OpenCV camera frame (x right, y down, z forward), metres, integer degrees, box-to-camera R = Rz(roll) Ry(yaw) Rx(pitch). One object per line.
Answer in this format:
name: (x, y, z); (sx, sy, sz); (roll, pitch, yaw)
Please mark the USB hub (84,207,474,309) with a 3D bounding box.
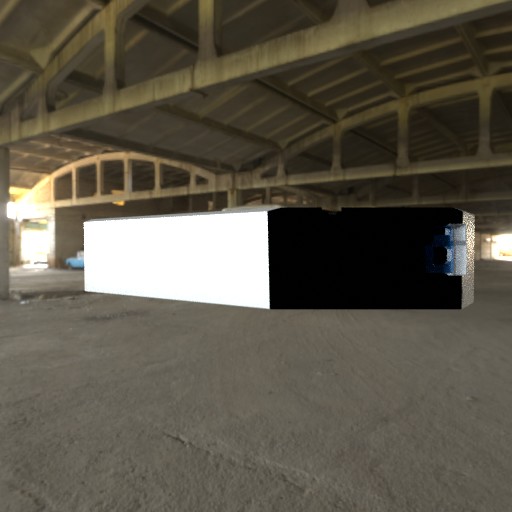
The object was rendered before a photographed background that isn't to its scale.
USB hub: (0.000, 0.000, 0.129); (0.110, 0.023, 0.044); (1, 1, 36)
